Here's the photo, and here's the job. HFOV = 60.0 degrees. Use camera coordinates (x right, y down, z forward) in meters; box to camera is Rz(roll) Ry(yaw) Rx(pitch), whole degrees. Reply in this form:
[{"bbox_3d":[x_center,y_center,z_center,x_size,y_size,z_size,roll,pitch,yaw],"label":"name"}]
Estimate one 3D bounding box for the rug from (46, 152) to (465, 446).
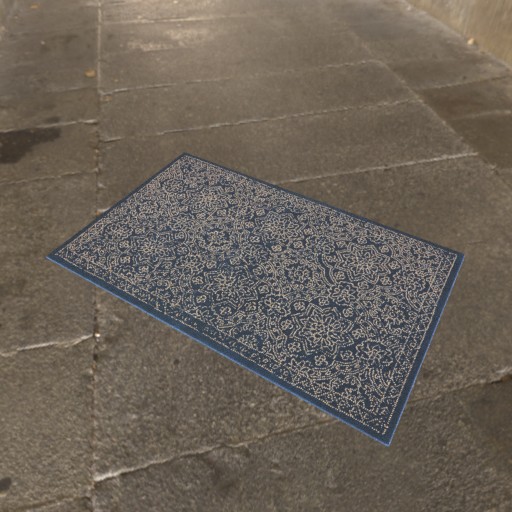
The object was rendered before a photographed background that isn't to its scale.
[{"bbox_3d":[0.000,0.000,3.041,2.441,0.015,1.526,24,50,22],"label":"rug"}]
